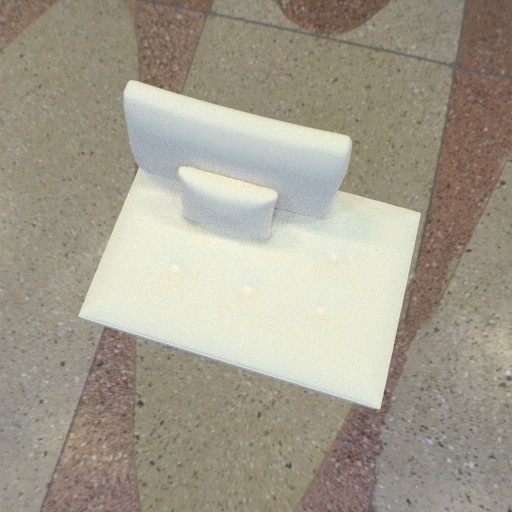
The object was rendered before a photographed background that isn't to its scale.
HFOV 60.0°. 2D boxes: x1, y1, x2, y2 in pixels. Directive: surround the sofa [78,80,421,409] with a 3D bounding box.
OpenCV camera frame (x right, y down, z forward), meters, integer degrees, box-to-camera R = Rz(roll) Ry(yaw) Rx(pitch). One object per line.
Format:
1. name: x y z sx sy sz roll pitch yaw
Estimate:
1. sofa: 0.000 0.000 2.066 1.450 0.820 1.000 16 74 5
